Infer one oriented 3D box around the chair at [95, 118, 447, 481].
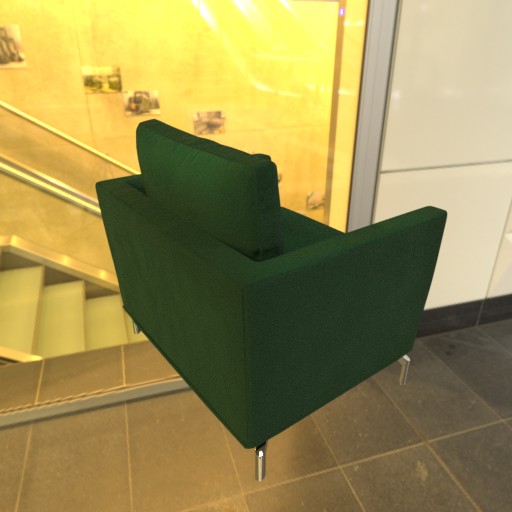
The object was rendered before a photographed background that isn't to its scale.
[{"bbox_3d":[0.000,0.000,1.732,0.852,0.997,1.047,-18,32,-32],"label":"chair"}]
